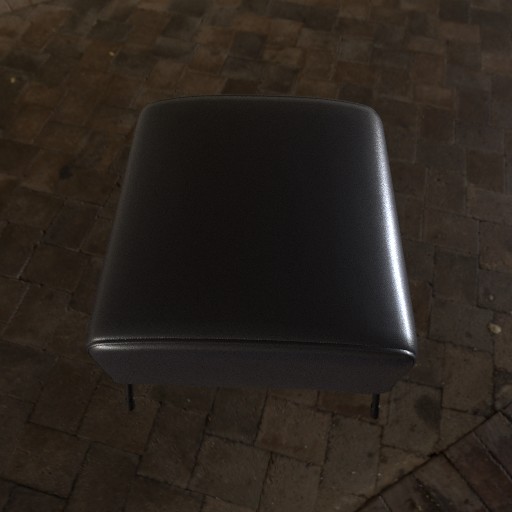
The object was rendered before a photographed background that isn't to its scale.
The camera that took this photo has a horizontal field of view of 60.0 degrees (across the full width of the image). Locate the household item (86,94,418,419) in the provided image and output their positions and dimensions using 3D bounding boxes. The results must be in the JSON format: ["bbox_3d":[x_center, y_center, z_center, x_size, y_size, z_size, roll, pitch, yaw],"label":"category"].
[{"bbox_3d":[0.000,0.000,0.883,0.530,0.410,0.530,2,59,1],"label":"household item"}]
